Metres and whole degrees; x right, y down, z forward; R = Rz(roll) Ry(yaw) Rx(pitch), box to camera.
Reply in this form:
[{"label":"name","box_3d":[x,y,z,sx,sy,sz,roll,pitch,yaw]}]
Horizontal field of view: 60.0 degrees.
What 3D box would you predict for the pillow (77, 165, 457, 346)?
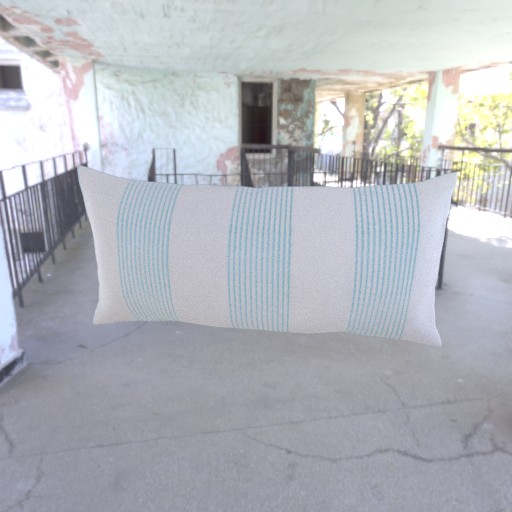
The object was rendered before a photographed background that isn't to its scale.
[{"label":"pillow","box_3d":[0.000,0.000,0.732,0.610,0.287,0.151,2,16,9]}]
